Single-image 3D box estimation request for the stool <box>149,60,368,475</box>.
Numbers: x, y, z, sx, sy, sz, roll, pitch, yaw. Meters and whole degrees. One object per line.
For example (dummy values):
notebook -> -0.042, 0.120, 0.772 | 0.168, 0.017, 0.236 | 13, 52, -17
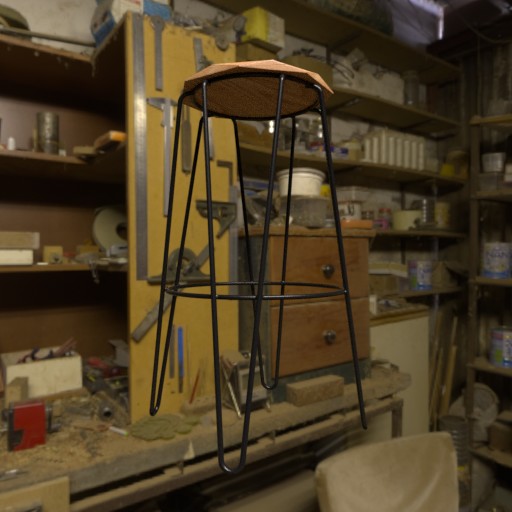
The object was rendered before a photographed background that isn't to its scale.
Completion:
stool -> 0.000, 0.000, 0.810 | 0.326, 0.610, 0.326 | 0, 0, -35
